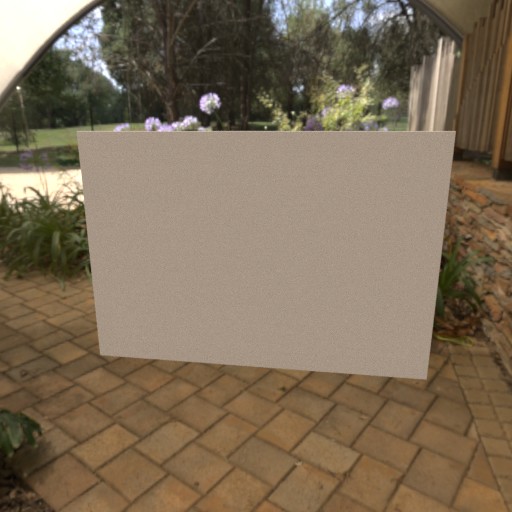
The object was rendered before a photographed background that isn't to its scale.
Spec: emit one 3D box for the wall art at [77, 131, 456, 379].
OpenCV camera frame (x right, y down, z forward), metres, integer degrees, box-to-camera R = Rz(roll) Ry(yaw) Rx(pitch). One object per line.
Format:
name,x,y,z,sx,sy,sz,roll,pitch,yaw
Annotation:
wall art,0.000,0.000,1.664,1.308,0.902,0.051,2,16,8
